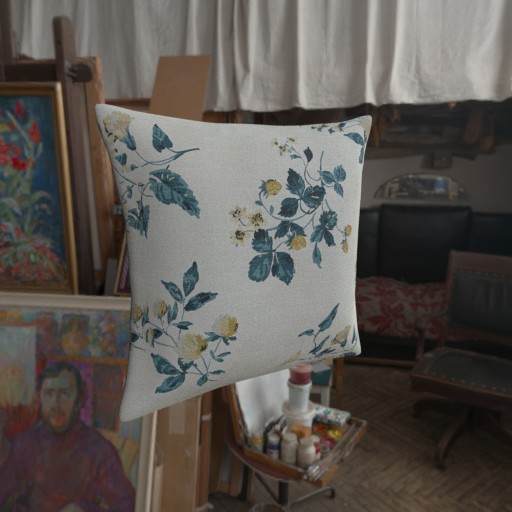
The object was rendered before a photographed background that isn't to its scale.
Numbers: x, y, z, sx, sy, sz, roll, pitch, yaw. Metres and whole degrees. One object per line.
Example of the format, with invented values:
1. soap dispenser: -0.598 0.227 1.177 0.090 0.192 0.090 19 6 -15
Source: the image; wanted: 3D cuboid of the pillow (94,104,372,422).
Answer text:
1. pillow: 0.000 0.000 0.807 0.526 0.507 0.166 -8 16 -28
